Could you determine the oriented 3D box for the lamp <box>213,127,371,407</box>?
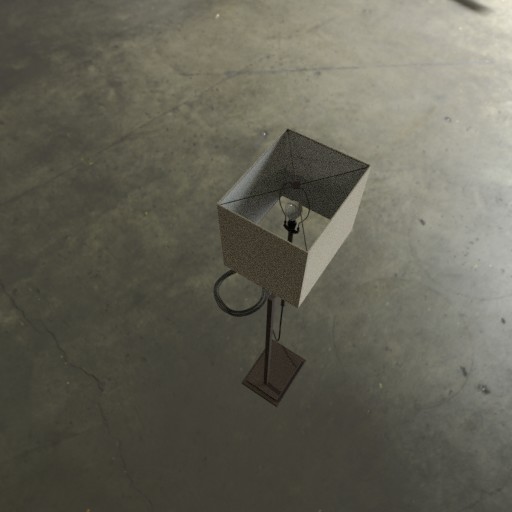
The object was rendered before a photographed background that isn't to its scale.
[{"bbox_3d":[0.000,0.000,2.030,0.774,1.600,0.698,29,62,18],"label":"lamp"}]
